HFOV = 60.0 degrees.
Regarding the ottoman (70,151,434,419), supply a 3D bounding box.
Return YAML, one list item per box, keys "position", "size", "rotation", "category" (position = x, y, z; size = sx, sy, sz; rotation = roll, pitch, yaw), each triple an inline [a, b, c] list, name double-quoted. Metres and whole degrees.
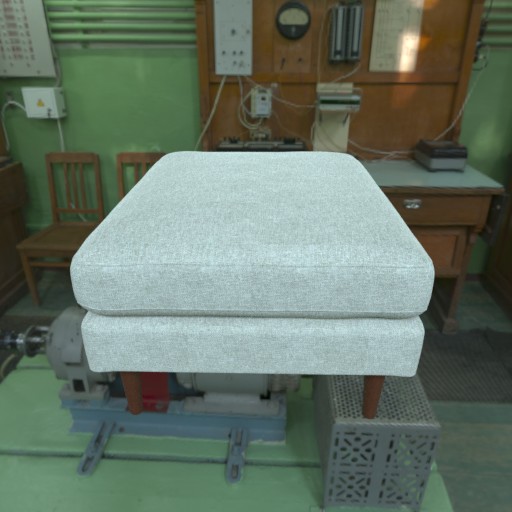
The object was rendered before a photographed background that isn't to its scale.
- position: [0.000, 0.000, 1.247]
  size: [0.693, 0.474, 0.821]
  rotation: [1, 26, 1]
  category: "ottoman"
